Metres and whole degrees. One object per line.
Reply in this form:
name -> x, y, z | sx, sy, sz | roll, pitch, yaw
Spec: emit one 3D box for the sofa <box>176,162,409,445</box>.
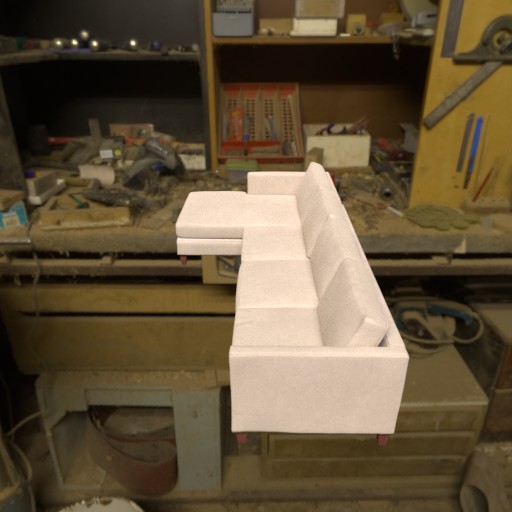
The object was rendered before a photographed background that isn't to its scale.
sofa -> 0.000, 0.000, 3.780 | 1.625, 0.846, 3.186 | 0, 28, 1
